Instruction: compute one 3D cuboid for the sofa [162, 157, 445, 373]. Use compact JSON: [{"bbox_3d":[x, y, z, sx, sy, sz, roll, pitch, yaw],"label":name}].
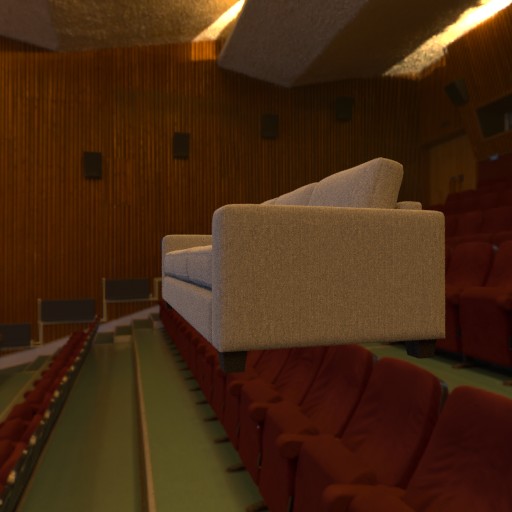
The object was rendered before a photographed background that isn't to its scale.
[{"bbox_3d":[0.000,0.000,2.574,0.900,0.800,2.120,0,0,-17],"label":"sofa"}]
